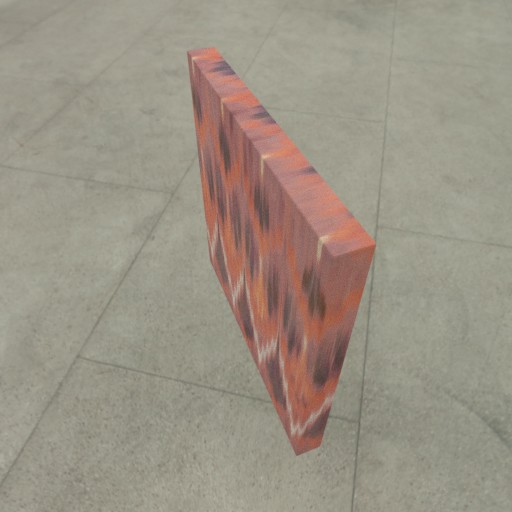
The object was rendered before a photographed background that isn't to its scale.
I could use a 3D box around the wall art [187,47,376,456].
[{"bbox_3d":[0.000,0.000,0.607,0.038,0.406,0.403,-16,49,-15],"label":"wall art"}]
